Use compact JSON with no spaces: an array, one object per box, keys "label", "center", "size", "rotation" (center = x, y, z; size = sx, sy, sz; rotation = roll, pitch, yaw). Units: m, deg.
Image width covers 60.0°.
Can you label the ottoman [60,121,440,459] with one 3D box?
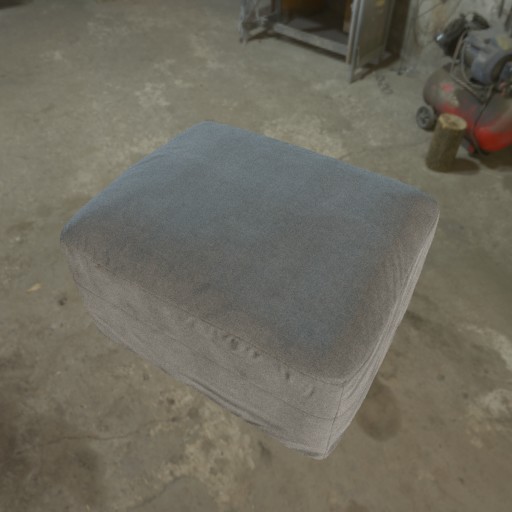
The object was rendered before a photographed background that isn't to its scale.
[{"label":"ottoman","center":[0.000,0.000,1.250],"size":[0.837,0.481,0.683],"rotation":[24,51,21]}]
